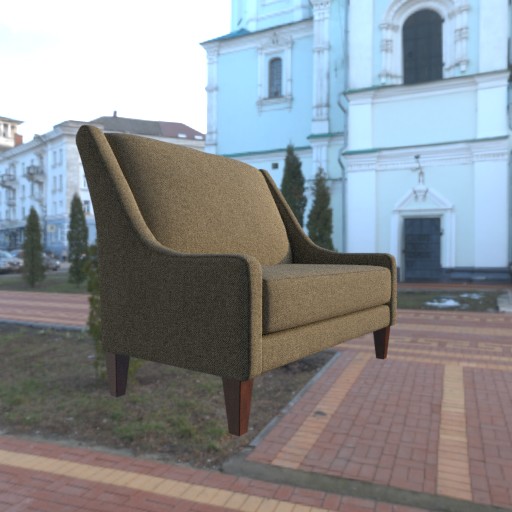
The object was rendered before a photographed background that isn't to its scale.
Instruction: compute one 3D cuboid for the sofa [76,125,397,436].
[{"bbox_3d":[0.000,0.000,1.954,0.870,1.021,1.242,0,1,37],"label":"sofa"}]
